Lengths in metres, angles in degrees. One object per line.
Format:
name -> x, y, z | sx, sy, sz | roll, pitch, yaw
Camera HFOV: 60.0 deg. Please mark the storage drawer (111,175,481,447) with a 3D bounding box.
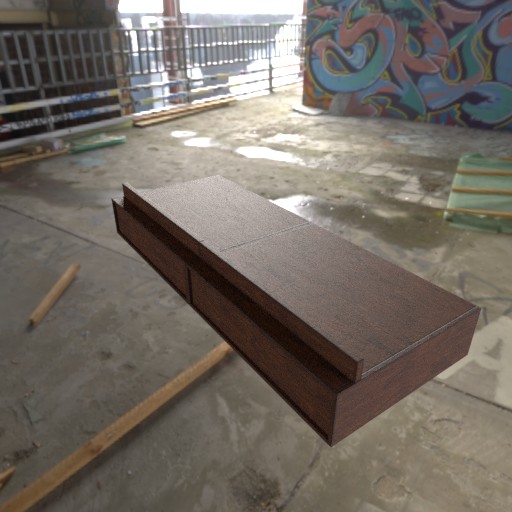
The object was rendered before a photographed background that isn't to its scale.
storage drawer -> 0.000, 0.000, 2.215 | 0.774, 0.339, 1.914 | -19, 34, -30
